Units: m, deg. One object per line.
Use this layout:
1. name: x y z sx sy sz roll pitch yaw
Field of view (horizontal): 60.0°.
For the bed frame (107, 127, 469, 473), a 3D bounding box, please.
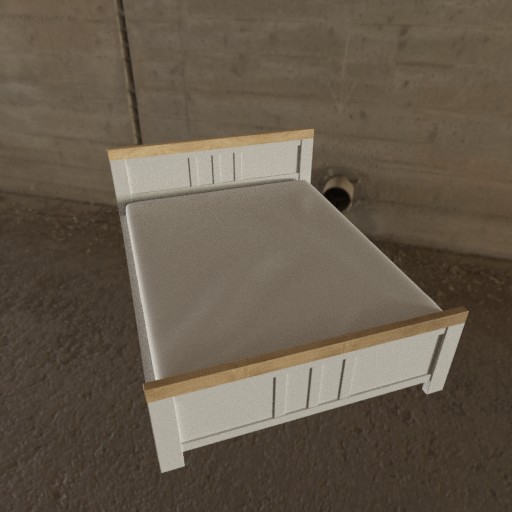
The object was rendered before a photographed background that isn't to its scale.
1. bed frame: 0.000 0.000 2.974 1.670 0.980 2.050 -10 35 -15
